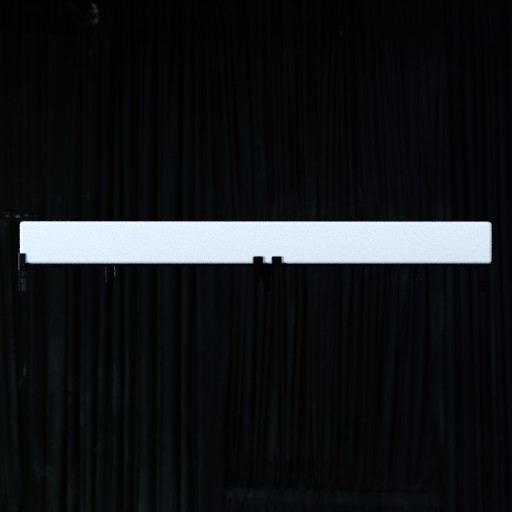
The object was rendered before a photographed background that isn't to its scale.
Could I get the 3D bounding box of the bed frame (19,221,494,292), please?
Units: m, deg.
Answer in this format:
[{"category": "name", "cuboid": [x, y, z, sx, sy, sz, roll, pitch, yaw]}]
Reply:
[{"category": "bed frame", "cuboid": [0.000, 0.000, 3.743, 2.987, 0.440, 1.930, 0, 0, -1]}]
